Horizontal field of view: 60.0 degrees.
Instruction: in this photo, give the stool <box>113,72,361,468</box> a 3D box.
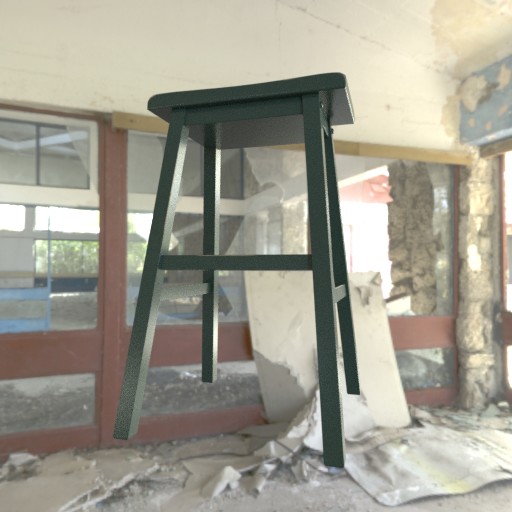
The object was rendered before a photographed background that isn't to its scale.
[{"bbox_3d":[0.000,0.000,1.057,0.457,0.737,0.476,0,-1,17],"label":"stool"}]
